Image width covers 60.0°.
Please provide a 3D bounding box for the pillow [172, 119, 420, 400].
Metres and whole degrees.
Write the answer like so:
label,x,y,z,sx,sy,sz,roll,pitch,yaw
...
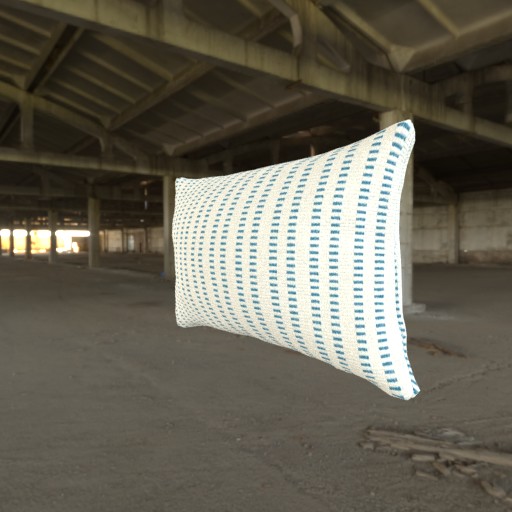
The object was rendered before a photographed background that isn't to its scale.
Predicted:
label,x,y,z,sx,sy,sz,roll,pitch,yaw
pillow,0.000,0.000,0.800,0.210,0.353,0.640,-1,2,-37
